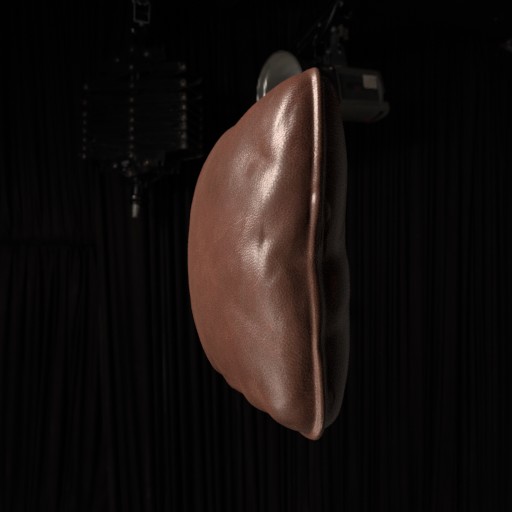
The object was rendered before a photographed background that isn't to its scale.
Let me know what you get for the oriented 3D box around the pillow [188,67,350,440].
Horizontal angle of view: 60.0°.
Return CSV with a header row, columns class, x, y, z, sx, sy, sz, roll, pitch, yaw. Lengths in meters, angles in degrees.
class,x,y,z,sx,sy,sz,roll,pitch,yaw
pillow,0.000,0.000,0.828,0.236,0.523,0.532,0,-1,-18
